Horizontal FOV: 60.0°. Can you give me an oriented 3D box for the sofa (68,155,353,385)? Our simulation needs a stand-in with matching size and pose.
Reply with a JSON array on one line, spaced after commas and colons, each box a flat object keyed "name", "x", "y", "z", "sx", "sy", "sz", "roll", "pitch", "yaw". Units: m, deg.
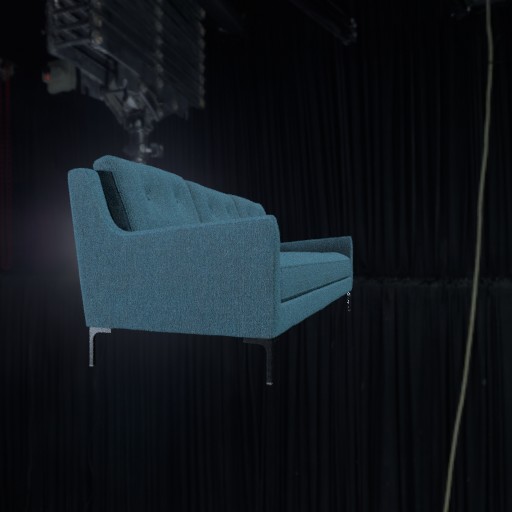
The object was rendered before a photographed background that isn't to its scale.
[{"name": "sofa", "x": 0.000, "y": 0.000, "z": 2.537, "sx": 0.849, "sy": 0.837, "sz": 2.060, "roll": 0, "pitch": 0, "yaw": 19}]
